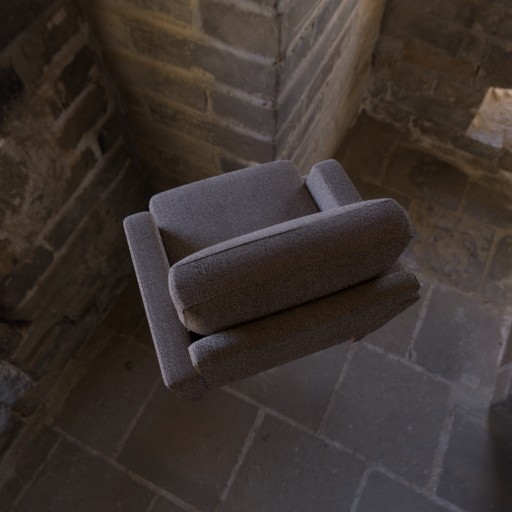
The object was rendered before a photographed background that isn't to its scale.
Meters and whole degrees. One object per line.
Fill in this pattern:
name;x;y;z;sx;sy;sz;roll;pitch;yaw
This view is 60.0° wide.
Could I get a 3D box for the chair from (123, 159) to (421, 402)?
chair;0.000;0.000;1.662;0.855;0.993;0.897;-17;60;-10
